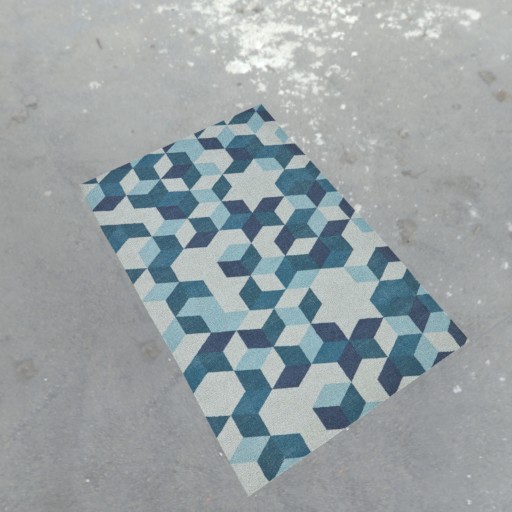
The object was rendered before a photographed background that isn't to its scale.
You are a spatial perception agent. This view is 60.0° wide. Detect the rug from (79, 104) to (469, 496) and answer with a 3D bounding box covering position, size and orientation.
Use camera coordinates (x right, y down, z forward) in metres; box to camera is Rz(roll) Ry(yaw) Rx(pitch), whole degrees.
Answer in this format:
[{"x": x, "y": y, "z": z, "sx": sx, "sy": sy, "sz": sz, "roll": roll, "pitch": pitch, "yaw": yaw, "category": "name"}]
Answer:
[{"x": 0.000, "y": 0.000, "z": 2.296, "sx": 1.235, "sy": 0.014, "sz": 1.829, "roll": -29, "pitch": 65, "yaw": -15, "category": "rug"}]
